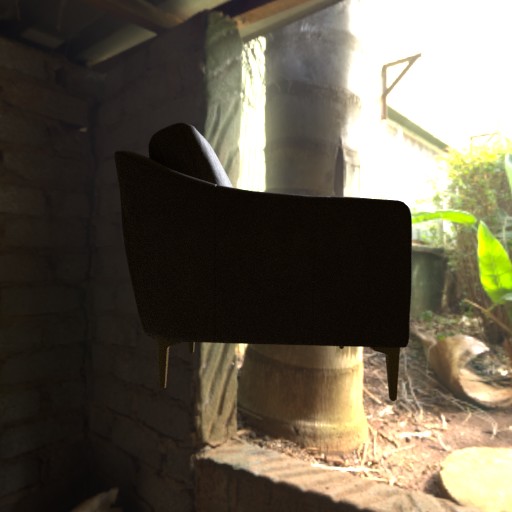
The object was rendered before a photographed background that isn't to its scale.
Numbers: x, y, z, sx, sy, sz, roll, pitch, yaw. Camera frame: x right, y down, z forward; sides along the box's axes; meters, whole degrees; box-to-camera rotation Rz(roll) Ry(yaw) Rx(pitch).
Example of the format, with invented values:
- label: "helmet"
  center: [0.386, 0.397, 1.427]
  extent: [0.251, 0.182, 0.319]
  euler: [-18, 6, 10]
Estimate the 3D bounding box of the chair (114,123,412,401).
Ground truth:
- label: "chair"
  center: [0.000, 0.000, 1.789]
  extent: [0.961, 0.901, 0.988]
  euler: [0, -2, 1]
